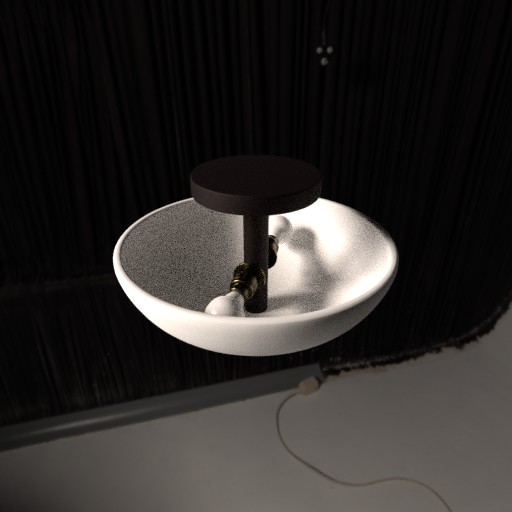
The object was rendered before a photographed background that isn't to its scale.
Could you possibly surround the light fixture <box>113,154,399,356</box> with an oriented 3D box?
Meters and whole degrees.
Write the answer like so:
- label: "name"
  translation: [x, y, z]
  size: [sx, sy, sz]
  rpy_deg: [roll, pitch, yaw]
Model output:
- label: "light fixture"
  translation: [0.000, 0.000, 0.544]
  size: [0.331, 0.212, 0.331]
  rpy_deg: [0, 29, 0]
